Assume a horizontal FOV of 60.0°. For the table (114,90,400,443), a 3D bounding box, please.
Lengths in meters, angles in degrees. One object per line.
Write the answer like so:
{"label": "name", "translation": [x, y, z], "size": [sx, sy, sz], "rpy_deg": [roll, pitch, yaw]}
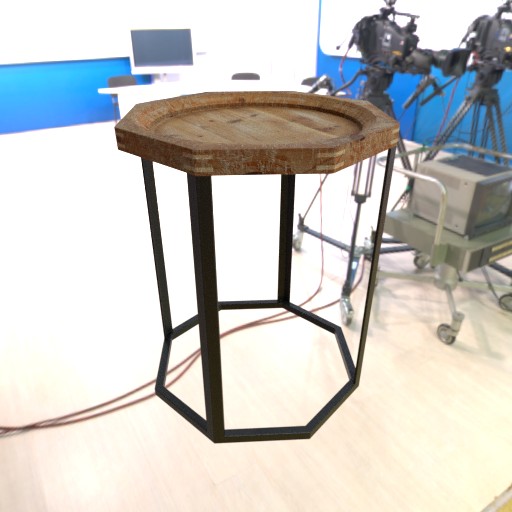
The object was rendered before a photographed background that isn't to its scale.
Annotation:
{"label": "table", "translation": [0.000, 0.000, 0.864], "size": [0.458, 0.543, 0.458], "rpy_deg": [10, 31, 17]}
